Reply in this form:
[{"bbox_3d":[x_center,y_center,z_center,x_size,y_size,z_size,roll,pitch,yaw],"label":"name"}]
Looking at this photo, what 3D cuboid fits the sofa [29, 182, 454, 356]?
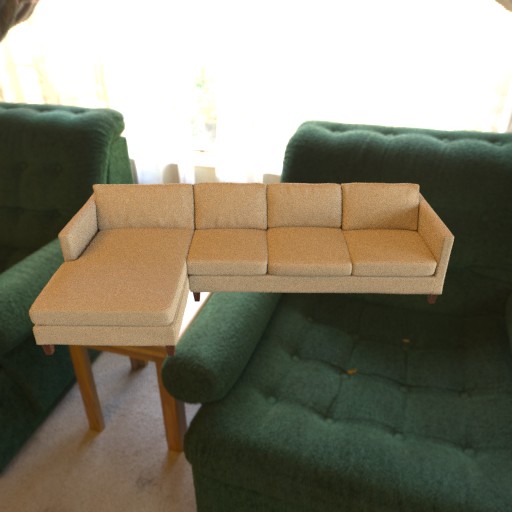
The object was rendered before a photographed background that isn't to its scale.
[{"bbox_3d":[0.000,0.000,3.753,3.186,0.846,1.625,0,30,1],"label":"sofa"}]
